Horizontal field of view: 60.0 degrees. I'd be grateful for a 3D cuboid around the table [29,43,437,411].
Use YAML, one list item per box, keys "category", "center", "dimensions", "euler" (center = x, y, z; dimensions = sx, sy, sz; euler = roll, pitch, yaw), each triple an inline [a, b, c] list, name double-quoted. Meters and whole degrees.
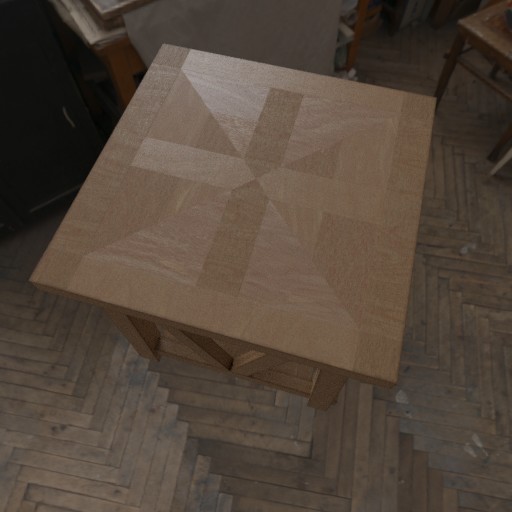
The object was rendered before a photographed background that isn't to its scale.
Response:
- category: "table"
  center: [0.000, 0.000, 1.115]
  dimensions: [0.612, 0.638, 0.610]
  euler: [14, 64, 7]
